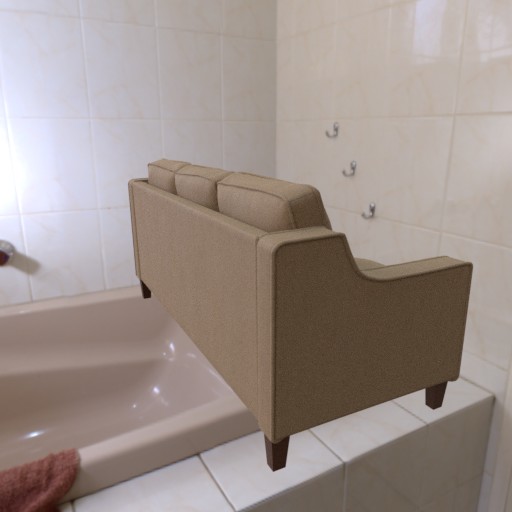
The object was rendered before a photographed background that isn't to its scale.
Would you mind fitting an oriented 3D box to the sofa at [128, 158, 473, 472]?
[{"bbox_3d":[0.000,0.000,2.403,0.911,0.974,1.986,-8,18,-26],"label":"sofa"}]
